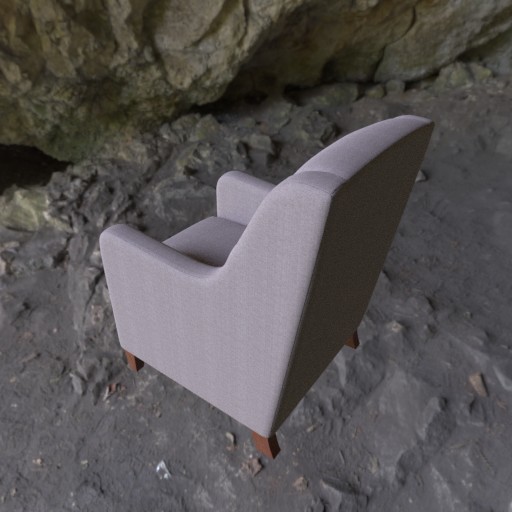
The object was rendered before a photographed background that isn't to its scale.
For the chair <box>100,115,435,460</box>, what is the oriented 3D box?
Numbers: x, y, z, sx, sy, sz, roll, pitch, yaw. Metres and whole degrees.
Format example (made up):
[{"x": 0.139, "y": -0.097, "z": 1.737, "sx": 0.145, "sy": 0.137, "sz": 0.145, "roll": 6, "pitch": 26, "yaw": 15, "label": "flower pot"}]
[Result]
[{"x": 0.000, "y": 0.000, "z": 1.596, "sx": 0.890, "sy": 1.017, "sz": 0.715, "roll": 20, "pitch": 37, "yaw": 30, "label": "chair"}]
